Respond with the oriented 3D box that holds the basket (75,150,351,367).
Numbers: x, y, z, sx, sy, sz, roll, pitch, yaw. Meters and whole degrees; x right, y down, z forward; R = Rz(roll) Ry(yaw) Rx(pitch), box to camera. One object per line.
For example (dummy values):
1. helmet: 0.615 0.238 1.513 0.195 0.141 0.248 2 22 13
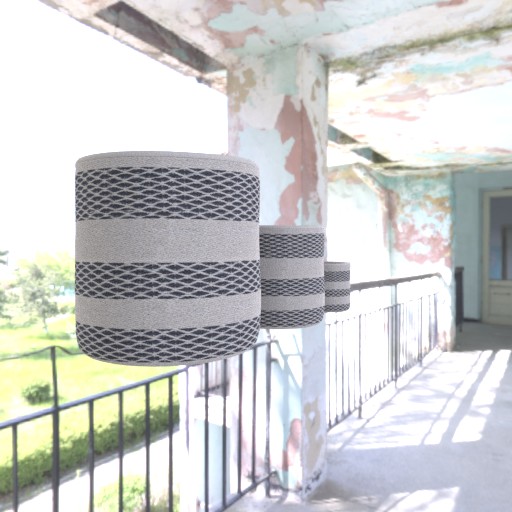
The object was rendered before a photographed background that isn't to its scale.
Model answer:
1. basket: 0.000 0.000 1.096 0.351 0.356 0.917 1 1 36
